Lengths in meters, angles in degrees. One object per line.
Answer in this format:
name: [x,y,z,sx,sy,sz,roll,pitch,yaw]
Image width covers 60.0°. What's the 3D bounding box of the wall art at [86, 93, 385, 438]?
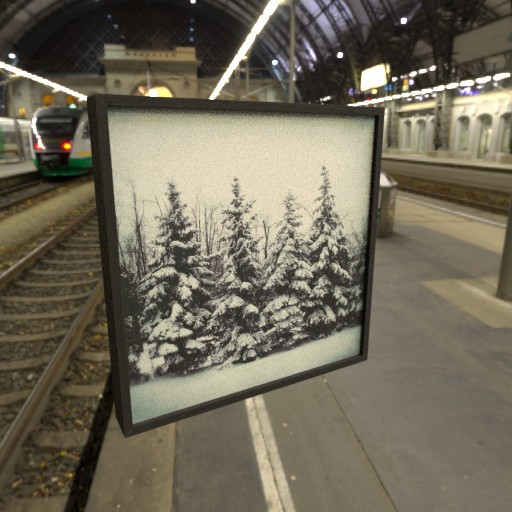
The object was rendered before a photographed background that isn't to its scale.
wall art: [0.000,0.000,0.466,0.305,0.305,0.037,-8,17,-29]
